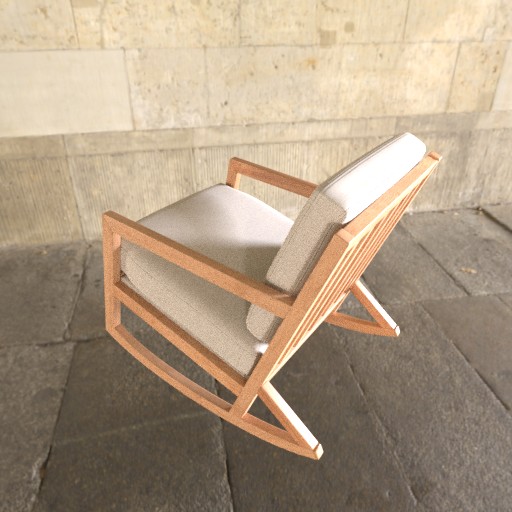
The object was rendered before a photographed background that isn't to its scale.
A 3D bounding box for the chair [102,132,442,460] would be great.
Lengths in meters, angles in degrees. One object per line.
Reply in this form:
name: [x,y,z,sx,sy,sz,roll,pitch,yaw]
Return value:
chair: [0.000,0.000,1.417,0.857,0.790,0.622,20,36,30]
